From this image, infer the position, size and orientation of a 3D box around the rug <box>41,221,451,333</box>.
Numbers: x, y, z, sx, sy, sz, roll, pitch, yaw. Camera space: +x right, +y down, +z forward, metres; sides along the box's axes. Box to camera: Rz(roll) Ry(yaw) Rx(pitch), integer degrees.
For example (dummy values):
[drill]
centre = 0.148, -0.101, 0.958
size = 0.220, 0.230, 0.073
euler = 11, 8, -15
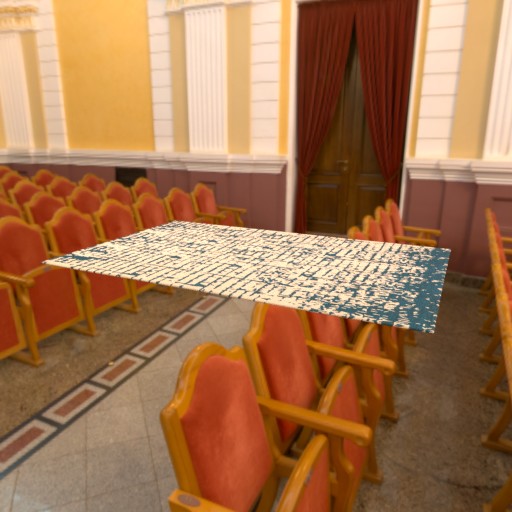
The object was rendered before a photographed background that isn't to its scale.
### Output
[rug]
centre = 0.000, 0.000, 3.086
size = 2.435, 0.011, 1.517
euler = 8, 18, 24
